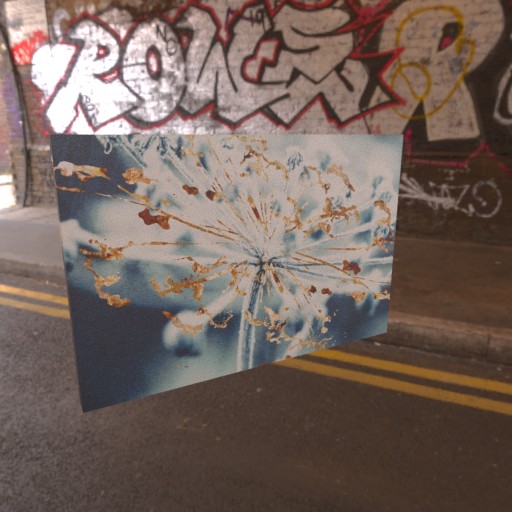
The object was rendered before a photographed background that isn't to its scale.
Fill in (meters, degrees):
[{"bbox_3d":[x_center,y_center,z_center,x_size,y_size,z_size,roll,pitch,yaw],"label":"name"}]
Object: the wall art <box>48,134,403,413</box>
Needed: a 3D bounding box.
[{"bbox_3d":[0.000,0.000,0.766,0.607,0.405,0.036,-8,17,-27],"label":"wall art"}]
